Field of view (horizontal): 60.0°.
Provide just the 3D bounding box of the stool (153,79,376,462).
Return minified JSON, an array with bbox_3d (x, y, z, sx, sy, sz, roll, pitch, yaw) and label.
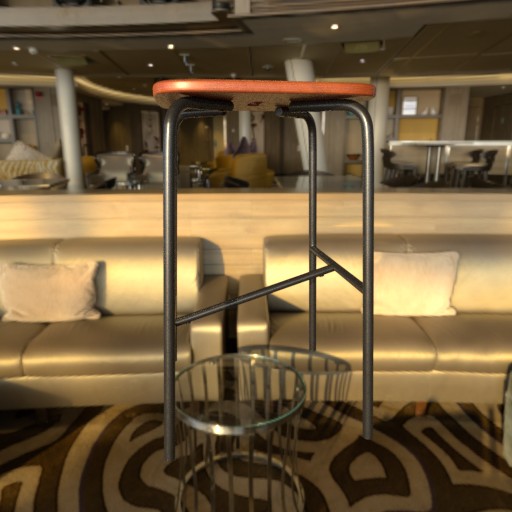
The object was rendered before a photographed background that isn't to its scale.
[{"bbox_3d":[0.000,0.000,0.883,0.376,0.610,0.376,-2,14,-9],"label":"stool"}]
